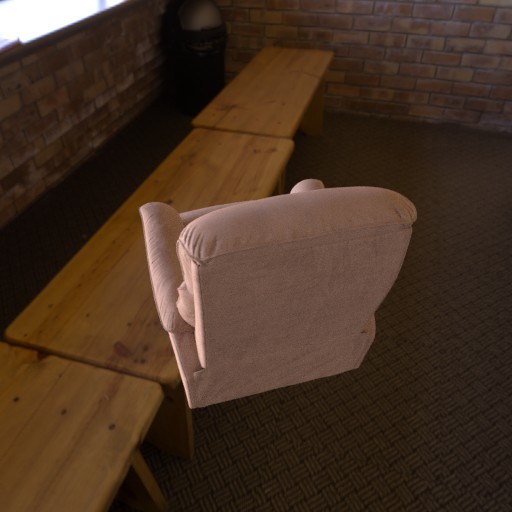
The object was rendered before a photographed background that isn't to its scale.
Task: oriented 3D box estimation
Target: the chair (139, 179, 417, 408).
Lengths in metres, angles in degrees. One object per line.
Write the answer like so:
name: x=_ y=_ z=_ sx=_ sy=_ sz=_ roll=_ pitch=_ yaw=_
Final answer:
chair: x=0.000 y=0.000 z=1.718 sx=0.820 sy=1.037 sz=1.004 roll=-10 pitch=42 yaw=-12
